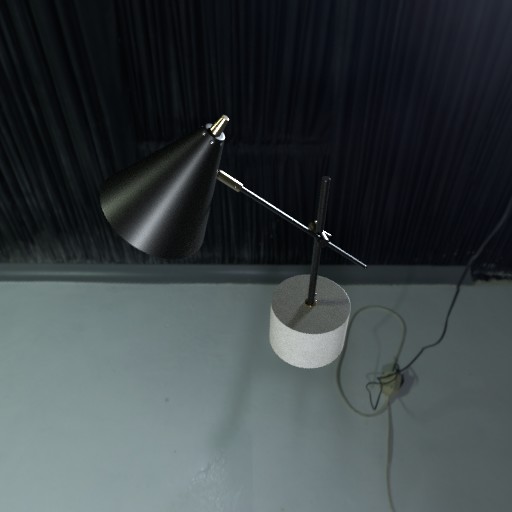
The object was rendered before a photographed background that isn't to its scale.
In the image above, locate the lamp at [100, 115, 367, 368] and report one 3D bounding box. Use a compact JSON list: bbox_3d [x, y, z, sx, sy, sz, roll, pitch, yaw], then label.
[{"bbox_3d":[0.000,0.000,0.711,0.403,0.518,0.214,-2,42,-3],"label":"lamp"}]
